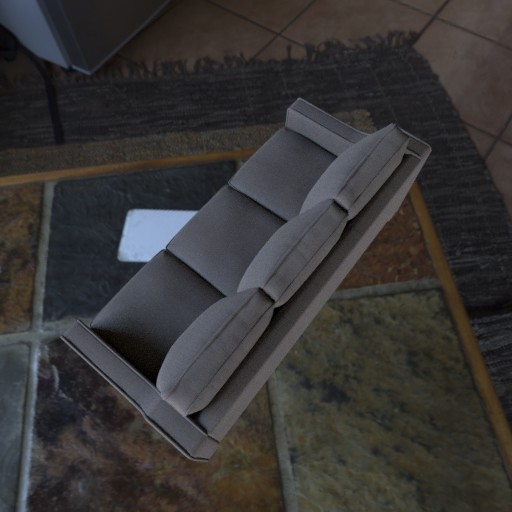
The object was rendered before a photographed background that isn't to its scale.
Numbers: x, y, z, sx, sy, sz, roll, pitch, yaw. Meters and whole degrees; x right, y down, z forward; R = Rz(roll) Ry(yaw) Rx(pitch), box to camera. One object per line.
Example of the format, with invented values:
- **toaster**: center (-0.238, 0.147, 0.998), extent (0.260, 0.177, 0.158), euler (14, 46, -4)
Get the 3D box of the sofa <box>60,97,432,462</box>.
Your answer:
- **sofa**: center (0.000, 0.000, 2.513), extent (0.911, 0.974, 1.986), euler (35, 69, 16)
